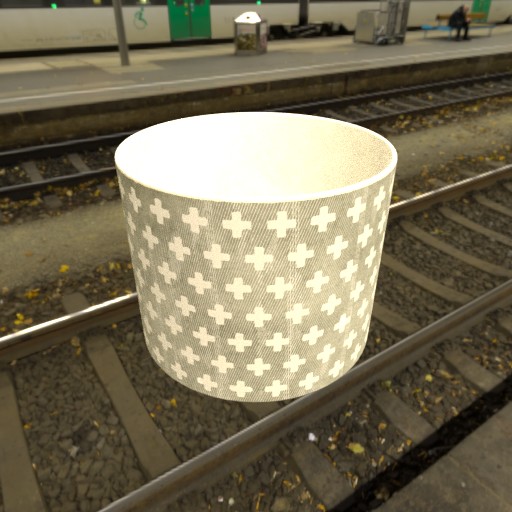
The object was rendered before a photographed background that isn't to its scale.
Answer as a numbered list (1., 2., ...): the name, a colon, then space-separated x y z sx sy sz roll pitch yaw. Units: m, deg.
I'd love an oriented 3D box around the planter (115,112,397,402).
1. planter: 0.000 0.000 0.467 0.250 0.239 0.250 0 31 0
